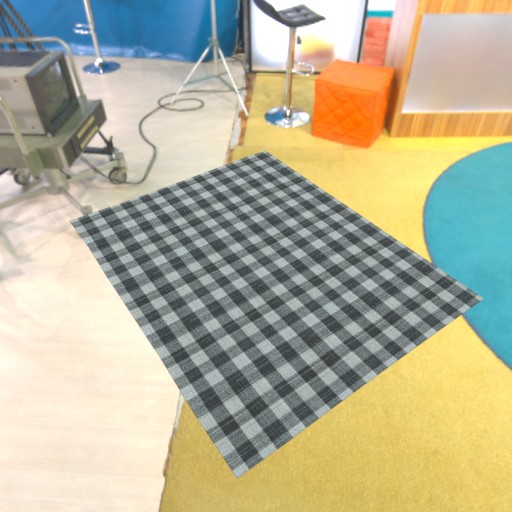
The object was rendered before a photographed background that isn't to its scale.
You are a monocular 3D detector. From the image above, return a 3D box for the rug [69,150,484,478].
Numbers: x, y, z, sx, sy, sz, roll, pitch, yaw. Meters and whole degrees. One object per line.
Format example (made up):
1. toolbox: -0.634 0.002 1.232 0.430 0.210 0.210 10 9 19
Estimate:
1. rug: 0.000 0.000 4.016 2.432 0.013 3.021 -26 48 -26
